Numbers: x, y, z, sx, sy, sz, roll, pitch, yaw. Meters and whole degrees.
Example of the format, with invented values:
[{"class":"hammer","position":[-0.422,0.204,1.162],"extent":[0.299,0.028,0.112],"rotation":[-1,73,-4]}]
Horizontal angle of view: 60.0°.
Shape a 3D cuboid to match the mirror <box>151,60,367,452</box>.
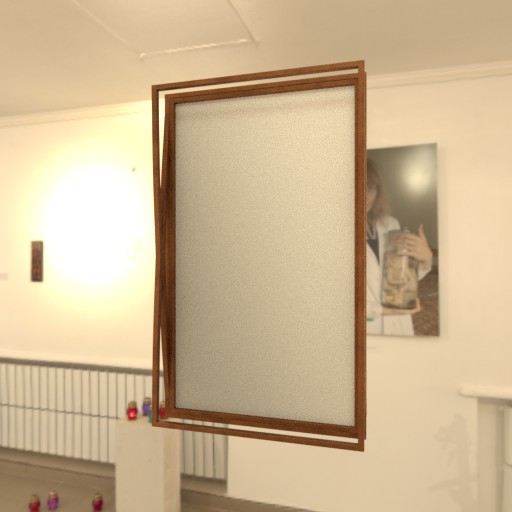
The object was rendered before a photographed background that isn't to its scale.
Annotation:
[{"class":"mirror","position":[0.000,0.000,0.968],"extent":[0.468,0.768,0.082],"rotation":[0,0,16]}]
